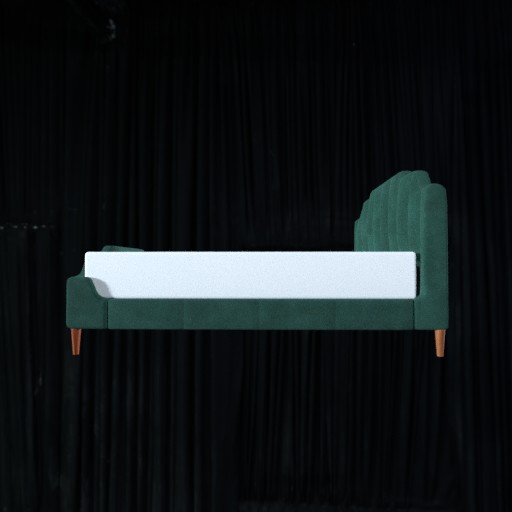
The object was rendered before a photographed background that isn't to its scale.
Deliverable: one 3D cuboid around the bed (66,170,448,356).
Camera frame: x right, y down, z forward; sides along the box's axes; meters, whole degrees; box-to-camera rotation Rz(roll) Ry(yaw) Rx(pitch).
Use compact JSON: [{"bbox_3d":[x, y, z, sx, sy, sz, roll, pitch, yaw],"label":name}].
[{"bbox_3d":[0.000,0.000,3.701,2.340,1.245,2.074,0,-1,1],"label":"bed"}]
